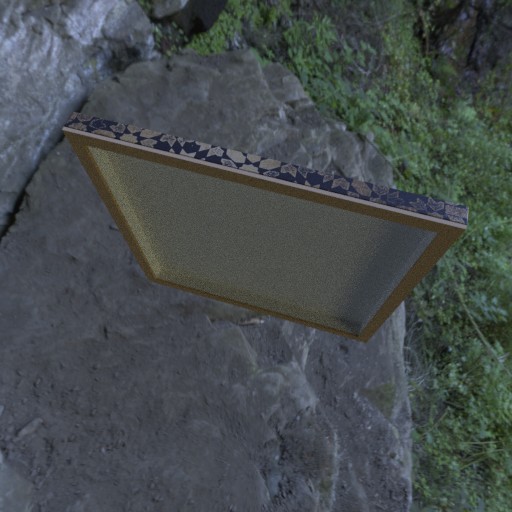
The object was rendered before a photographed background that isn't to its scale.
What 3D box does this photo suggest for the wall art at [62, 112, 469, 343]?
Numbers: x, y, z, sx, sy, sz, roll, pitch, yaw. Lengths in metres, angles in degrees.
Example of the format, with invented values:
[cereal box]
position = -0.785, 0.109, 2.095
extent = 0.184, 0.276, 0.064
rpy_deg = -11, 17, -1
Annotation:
[wall art]
position = 0.000, 0.000, 0.925
extent = 0.612, 0.612, 0.038
rpy_deg = 15, 65, 7
